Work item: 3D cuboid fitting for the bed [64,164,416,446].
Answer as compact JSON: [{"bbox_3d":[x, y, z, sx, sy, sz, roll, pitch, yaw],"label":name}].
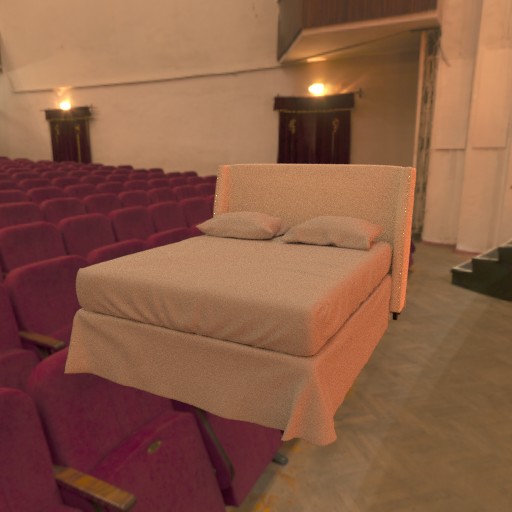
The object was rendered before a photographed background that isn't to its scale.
[{"bbox_3d":[0.000,0.000,3.357,1.925,1.332,2.276,6,14,27],"label":"bed"}]
